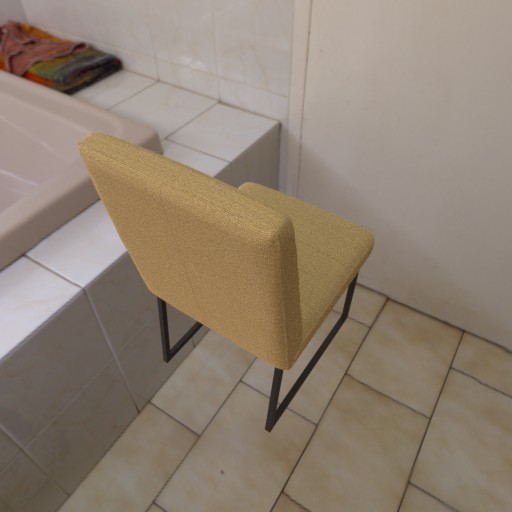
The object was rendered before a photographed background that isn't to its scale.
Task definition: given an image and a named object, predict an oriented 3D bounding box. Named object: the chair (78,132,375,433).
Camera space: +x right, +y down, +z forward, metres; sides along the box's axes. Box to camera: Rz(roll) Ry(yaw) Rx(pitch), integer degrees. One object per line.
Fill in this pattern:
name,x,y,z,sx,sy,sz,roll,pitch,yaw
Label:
chair,0.000,0.000,1.329,0.520,0.930,0.634,26,52,23
